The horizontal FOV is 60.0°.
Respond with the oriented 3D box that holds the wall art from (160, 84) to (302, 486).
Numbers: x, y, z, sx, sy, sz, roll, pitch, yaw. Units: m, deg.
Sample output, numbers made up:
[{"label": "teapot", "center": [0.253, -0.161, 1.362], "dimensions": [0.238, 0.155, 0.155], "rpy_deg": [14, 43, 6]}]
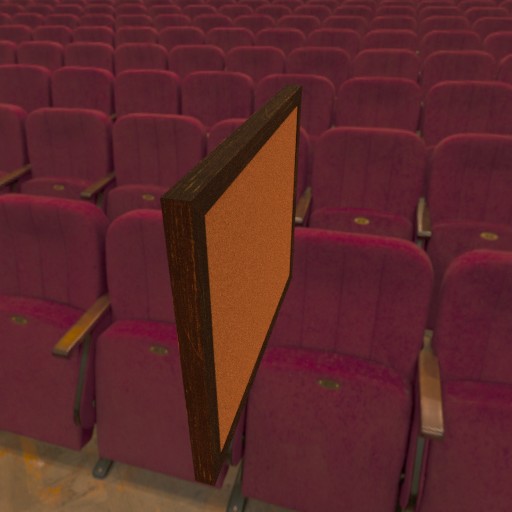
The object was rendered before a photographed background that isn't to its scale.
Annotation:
[{"label": "wall art", "center": [0.000, 0.000, 0.762], "dimensions": [0.032, 0.457, 0.558], "rpy_deg": [8, 33, 13]}]
